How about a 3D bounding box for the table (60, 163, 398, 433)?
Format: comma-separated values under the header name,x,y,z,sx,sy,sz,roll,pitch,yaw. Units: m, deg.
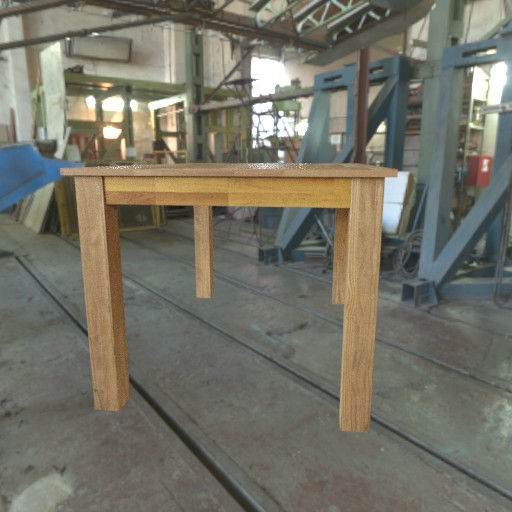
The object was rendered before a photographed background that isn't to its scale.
name,x,y,z,sx,sy,sz,roll,pitch,yaw
table,0.000,0.000,1.865,0.900,0.750,1.300,2,13,8
